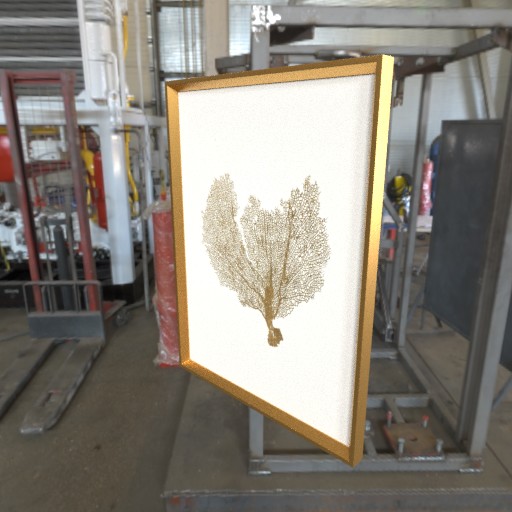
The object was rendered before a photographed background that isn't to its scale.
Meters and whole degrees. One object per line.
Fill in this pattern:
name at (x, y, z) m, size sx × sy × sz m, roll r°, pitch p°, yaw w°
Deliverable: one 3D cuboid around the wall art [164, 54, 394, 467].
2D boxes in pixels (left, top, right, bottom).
wall art at (0.000, 0.000, 1.049) m, size 0.610 × 0.812 × 0.038 m, roll 15°, pitch 22°, yaw 42°
